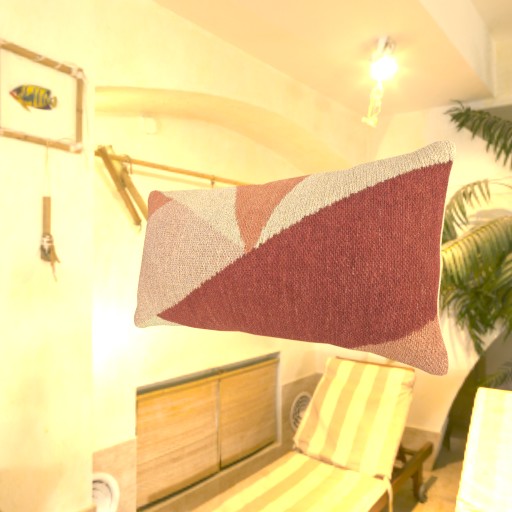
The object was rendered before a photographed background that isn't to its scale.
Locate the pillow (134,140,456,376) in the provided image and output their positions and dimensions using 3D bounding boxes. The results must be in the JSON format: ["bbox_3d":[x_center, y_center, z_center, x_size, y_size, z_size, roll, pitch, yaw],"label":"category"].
[{"bbox_3d":[0.000,0.000,0.729,0.609,0.292,0.155,-1,-1,38],"label":"pillow"}]
